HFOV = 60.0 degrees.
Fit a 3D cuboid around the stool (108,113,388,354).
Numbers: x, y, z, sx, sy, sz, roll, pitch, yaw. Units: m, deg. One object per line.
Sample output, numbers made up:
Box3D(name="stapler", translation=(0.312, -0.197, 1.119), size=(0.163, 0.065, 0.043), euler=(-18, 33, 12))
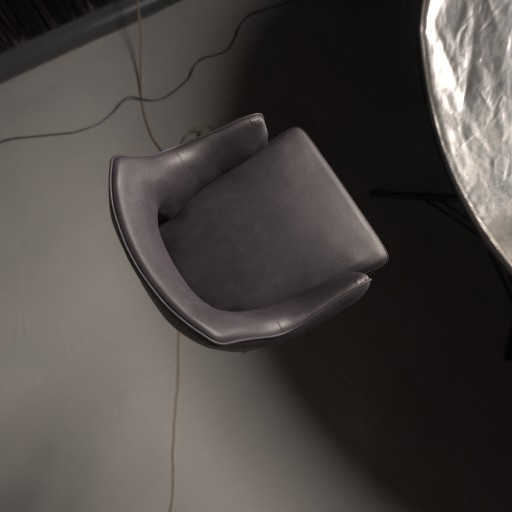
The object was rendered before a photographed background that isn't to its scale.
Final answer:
Box3D(name="stool", translation=(0.000, 0.000, 1.350), size=(0.560, 1.041, 0.550), euler=(-30, 78, -7))
